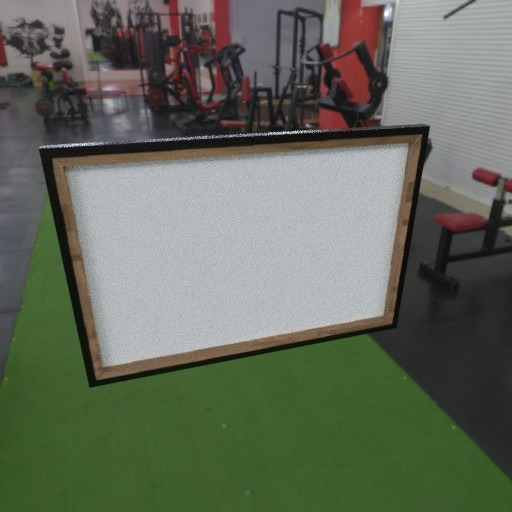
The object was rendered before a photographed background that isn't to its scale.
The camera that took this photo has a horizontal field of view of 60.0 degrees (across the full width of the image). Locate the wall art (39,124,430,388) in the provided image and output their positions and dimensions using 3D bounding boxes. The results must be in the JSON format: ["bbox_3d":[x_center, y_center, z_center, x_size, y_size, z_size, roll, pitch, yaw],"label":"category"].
[{"bbox_3d":[0.000,0.000,0.829,0.659,0.446,0.022,-8,27,-15],"label":"wall art"}]
